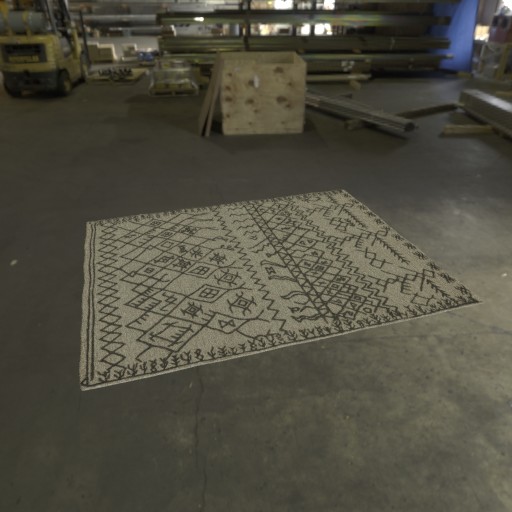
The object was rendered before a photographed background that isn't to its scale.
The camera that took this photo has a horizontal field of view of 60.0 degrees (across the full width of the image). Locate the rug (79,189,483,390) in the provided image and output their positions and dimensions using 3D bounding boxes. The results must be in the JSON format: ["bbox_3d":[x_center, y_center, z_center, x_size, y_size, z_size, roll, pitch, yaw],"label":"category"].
[{"bbox_3d":[0.000,0.000,3.310,2.455,0.025,1.964,-9,32,-15],"label":"rug"}]
